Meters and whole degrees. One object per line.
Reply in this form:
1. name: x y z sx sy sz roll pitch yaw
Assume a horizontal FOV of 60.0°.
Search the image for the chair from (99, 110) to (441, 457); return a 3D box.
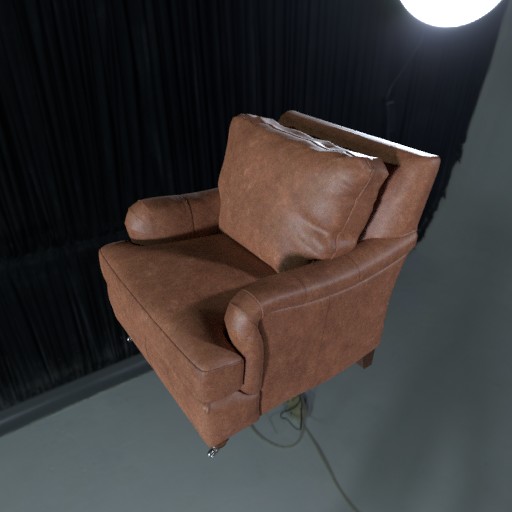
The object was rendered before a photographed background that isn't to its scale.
1. chair: 0.000 0.000 1.967 1.158 1.055 0.986 -21 38 -30
